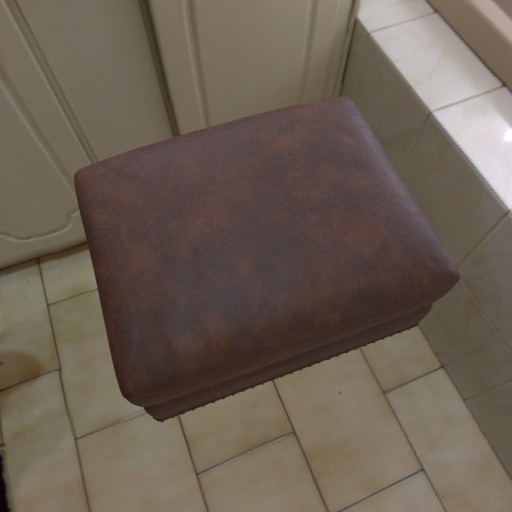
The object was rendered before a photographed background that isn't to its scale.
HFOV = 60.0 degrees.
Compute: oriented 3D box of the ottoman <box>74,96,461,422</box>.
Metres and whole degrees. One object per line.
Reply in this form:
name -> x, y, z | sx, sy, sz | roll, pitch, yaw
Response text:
ottoman -> 0.000, 0.000, 1.150 | 0.742, 0.486, 0.586 | -18, 65, -9
